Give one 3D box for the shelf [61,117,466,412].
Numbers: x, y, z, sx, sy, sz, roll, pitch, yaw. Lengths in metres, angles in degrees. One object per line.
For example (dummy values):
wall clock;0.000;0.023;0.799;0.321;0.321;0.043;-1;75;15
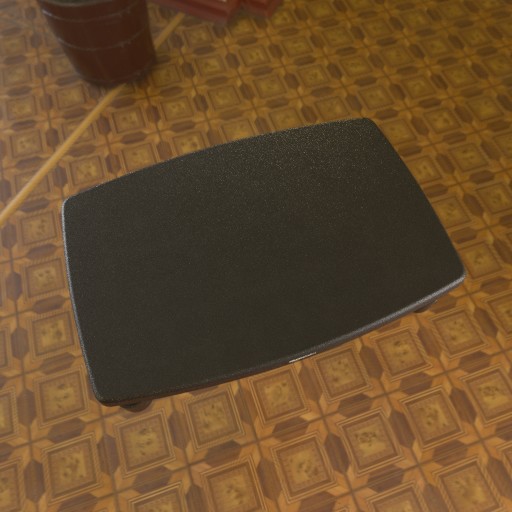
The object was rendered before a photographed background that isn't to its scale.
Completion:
shelf;0.000;0.000;0.528;0.410;0.100;0.280;-17;64;-9
